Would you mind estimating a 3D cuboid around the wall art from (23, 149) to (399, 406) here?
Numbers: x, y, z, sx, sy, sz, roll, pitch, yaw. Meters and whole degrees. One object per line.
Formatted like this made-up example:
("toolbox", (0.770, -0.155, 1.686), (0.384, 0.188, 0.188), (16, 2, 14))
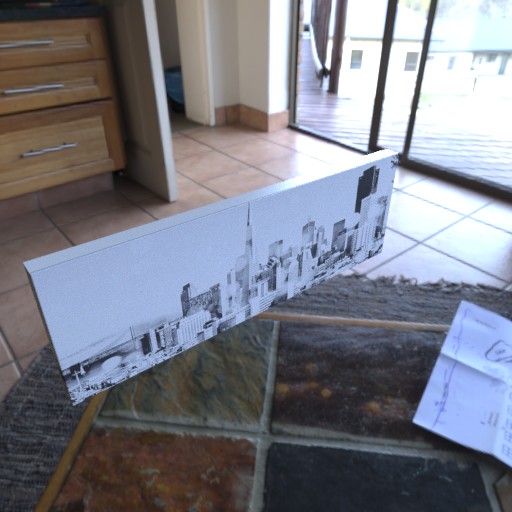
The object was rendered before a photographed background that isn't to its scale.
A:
("wall art", (0.000, 0.000, 0.851), (0.766, 0.256, 0.036), (-22, 38, -31))
